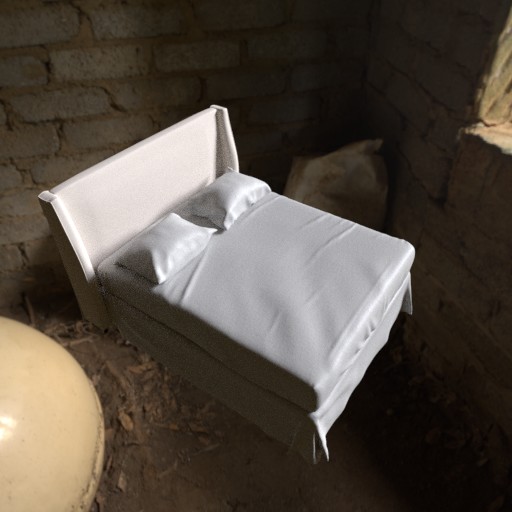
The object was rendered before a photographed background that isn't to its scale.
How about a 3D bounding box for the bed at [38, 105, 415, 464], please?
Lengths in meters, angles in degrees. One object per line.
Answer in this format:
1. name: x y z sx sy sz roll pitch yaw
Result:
1. bed: 0.000 0.000 3.477 2.276 1.332 1.925 24 46 26
